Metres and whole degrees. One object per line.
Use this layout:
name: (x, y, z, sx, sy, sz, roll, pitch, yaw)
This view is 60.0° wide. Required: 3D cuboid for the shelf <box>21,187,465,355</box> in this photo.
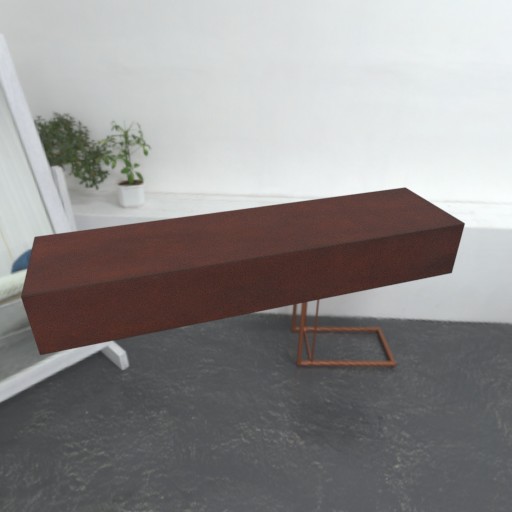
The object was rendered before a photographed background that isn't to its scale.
shelf: (0.000, 0.000, 0.665, 0.607, 0.088, 0.152, -9, 32, -15)
